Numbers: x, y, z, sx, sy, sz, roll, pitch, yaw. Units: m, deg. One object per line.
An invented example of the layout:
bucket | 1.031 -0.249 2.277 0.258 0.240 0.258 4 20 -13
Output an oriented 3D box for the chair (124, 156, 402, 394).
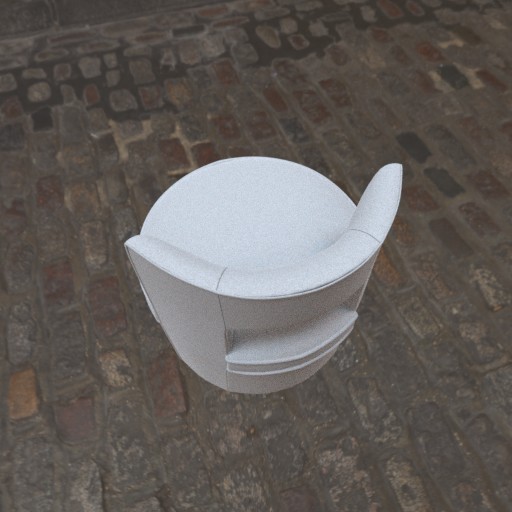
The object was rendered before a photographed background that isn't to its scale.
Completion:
chair | 0.000 0.000 1.259 0.650 0.723 0.665 -17 59 -10
